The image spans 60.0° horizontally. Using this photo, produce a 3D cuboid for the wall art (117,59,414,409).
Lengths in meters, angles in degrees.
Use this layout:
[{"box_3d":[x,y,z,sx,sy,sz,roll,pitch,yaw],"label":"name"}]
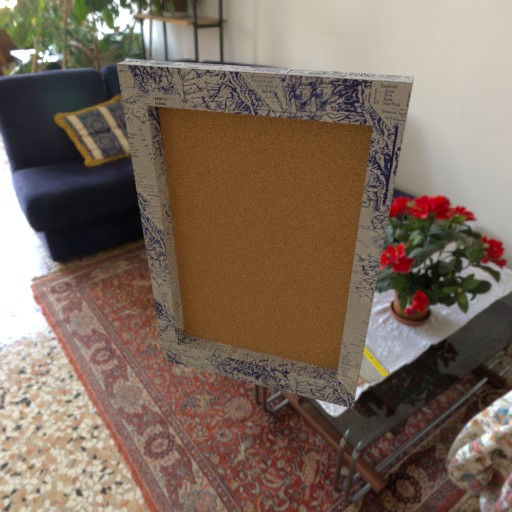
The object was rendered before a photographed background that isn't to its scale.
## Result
[{"box_3d":[0.000,0.000,0.762,0.408,0.601,0.040,10,34,15],"label":"wall art"}]
